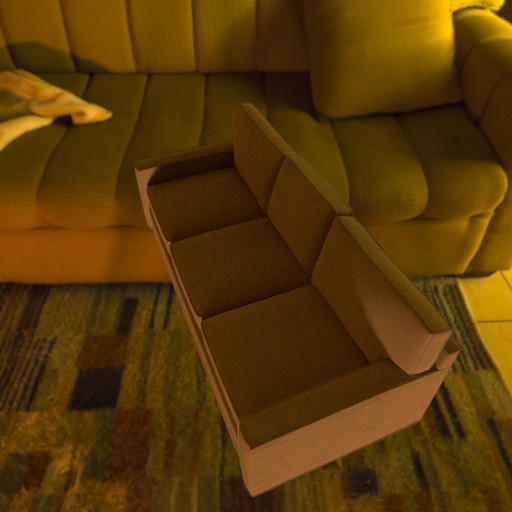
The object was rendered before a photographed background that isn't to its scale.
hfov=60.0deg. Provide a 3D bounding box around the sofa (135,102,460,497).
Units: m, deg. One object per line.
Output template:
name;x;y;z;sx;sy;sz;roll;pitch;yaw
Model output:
sofa;0.000;0.000;2.508;0.936;0.862;2.093;-16;47;-16
